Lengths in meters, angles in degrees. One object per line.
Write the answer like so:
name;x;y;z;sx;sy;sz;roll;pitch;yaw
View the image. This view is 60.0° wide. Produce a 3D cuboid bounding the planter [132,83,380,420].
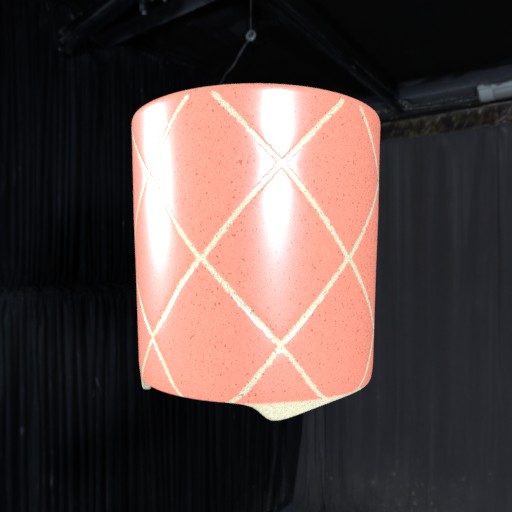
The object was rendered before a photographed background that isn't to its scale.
planter;0.000;0.000;0.351;0.191;0.200;0.191;0;-1;0
